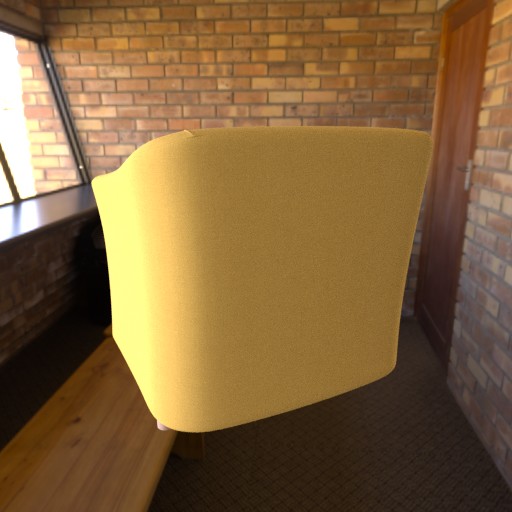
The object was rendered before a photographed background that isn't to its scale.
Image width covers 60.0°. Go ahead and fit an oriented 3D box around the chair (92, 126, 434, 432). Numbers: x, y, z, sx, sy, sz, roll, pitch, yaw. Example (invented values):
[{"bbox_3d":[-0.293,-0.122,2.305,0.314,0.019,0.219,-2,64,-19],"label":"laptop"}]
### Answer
[{"bbox_3d":[0.000,0.000,1.298,0.790,0.720,0.700,-8,17,-26],"label":"chair"}]
